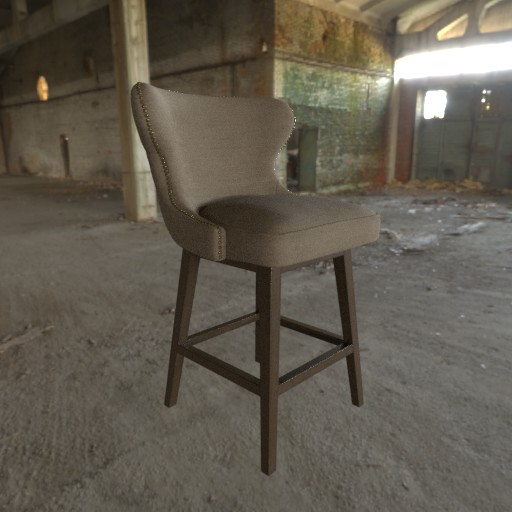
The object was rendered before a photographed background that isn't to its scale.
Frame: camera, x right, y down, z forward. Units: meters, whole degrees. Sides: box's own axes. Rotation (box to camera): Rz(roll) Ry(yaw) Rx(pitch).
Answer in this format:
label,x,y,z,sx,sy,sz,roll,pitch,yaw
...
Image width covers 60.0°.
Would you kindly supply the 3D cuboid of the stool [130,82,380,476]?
label,x,y,z,sx,sy,sz,roll,pitch,yaw
stool,0.000,0.000,1.333,0.597,0.972,0.615,13,19,43
